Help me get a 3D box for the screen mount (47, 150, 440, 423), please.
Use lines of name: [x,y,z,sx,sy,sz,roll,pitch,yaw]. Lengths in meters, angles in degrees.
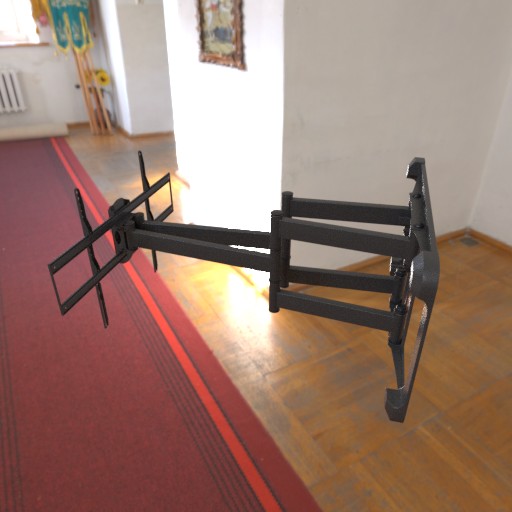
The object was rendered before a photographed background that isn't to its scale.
screen mount: [0.000,0.000,1.333,0.905,0.483,0.725,8,31,14]
